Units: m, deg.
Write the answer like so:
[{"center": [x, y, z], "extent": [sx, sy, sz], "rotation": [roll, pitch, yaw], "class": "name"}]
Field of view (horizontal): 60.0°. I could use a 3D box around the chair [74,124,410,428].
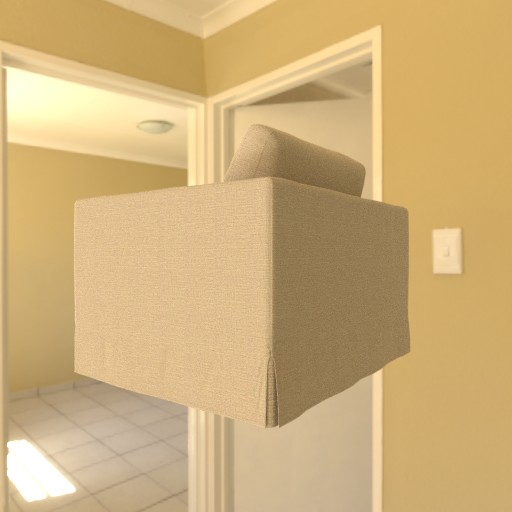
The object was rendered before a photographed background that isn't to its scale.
[{"center": [0.000, 0.000, 1.865], "extent": [0.957, 0.878, 1.150], "rotation": [1, 1, 37], "class": "chair"}]
